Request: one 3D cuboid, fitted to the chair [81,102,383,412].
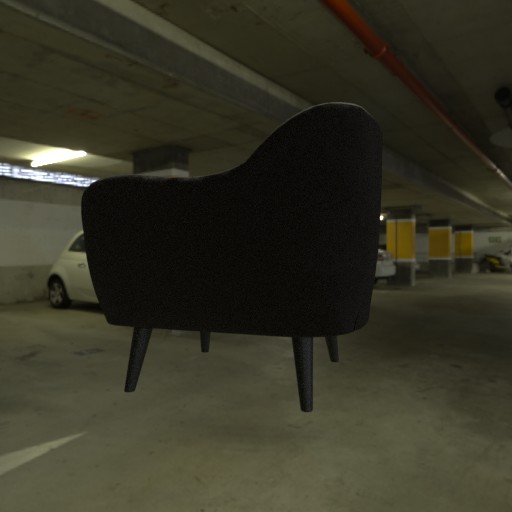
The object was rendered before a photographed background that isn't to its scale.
[{"bbox_3d":[0.000,0.000,1.494,0.819,0.807,0.840,0,1,18],"label":"chair"}]
